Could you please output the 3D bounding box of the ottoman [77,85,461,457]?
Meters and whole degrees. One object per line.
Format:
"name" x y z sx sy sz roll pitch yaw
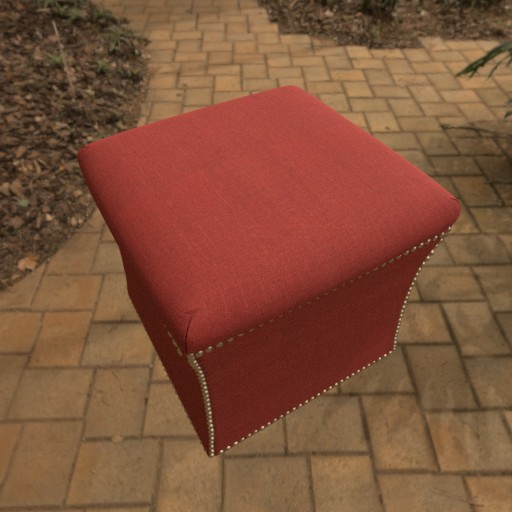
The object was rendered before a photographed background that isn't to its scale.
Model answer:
"ottoman" 0.000 0.000 0.899 0.507 0.475 0.497 -23 51 -20
